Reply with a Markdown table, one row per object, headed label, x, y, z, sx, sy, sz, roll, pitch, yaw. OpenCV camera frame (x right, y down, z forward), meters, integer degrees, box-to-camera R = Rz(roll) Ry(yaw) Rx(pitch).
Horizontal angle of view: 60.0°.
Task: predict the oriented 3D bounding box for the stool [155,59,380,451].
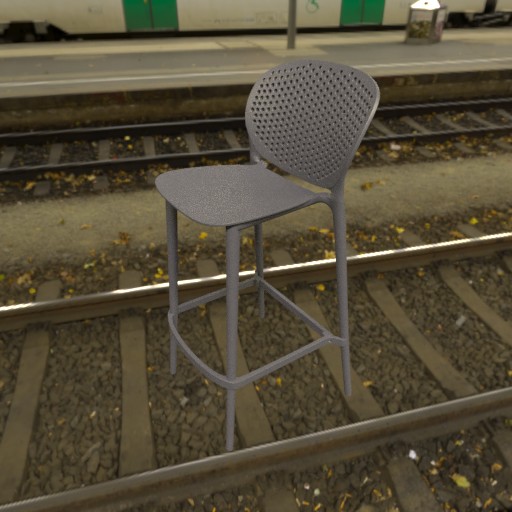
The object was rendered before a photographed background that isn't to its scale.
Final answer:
| label | x | y | z | sx | sy | sz | roll | pitch | yaw |
| --- | --- | --- | --- | --- | --- | --- | --- | --- | --- |
| stool | 0.000 | 0.000 | 1.349 | 0.535 | 1.045 | 0.536 | -21 | 38 | -30 |
